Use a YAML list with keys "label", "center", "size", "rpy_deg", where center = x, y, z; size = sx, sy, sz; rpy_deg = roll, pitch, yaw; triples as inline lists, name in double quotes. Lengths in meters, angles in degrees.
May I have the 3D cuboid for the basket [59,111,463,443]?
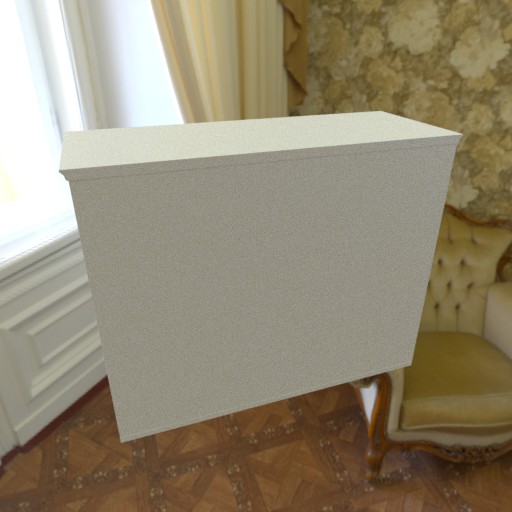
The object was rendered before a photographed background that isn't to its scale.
- label: "basket"
  center: [0.000, 0.000, 1.117]
  size: [0.792, 0.625, 0.376]
  rpy_deg: [-9, 29, -17]
